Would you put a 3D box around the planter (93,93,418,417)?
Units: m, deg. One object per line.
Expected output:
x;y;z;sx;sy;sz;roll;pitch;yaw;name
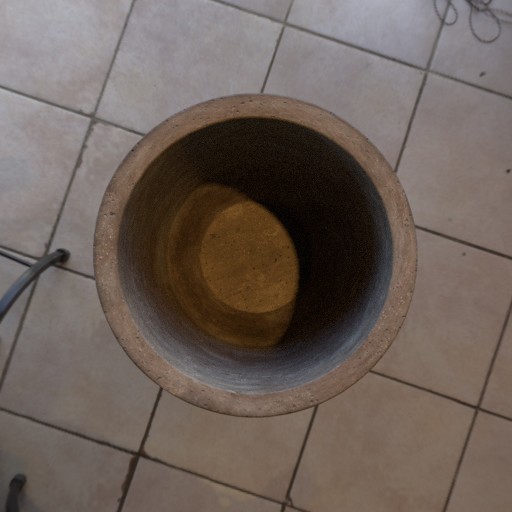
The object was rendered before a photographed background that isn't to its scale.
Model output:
0.000;0.000;0.265;0.142;0.149;0.142;0;90;0;planter
